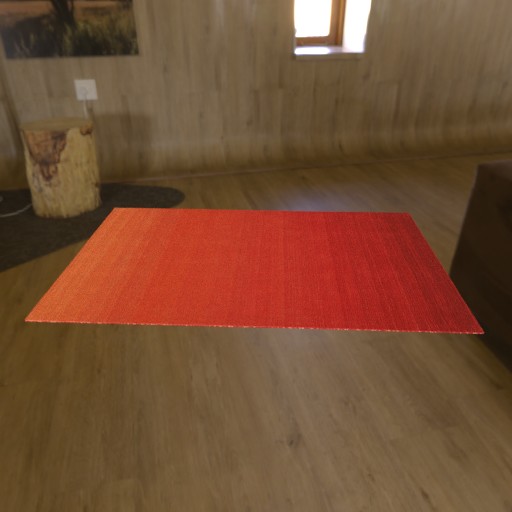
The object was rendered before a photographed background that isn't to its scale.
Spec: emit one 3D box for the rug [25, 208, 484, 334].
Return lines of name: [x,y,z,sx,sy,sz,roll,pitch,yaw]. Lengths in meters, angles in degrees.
rug: [0.000,0.000,3.010,2.442,0.010,1.531,1,30,2]
